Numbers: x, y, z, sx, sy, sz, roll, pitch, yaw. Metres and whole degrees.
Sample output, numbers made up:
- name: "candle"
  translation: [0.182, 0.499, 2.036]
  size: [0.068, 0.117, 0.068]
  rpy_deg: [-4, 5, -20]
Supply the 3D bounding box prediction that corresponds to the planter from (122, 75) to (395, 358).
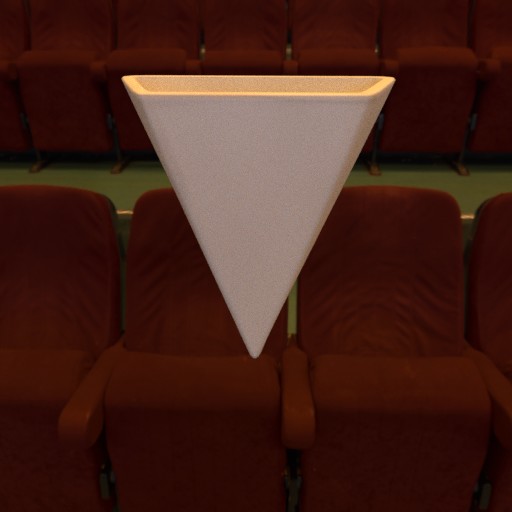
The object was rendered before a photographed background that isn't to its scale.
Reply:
- name: "planter"
  translation: [0.000, 0.000, 0.270]
  size: [0.150, 0.197, 0.060]
  rpy_deg: [1, 29, 2]
